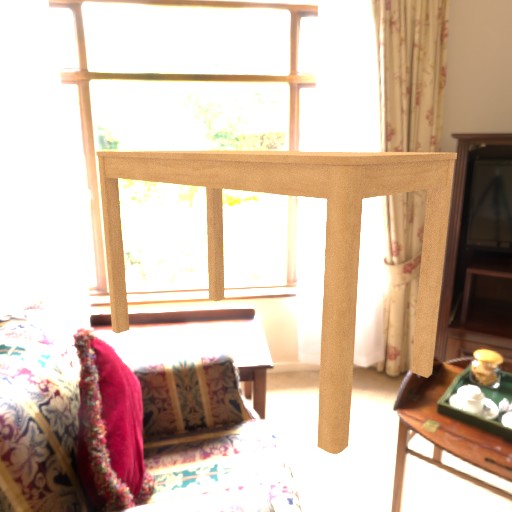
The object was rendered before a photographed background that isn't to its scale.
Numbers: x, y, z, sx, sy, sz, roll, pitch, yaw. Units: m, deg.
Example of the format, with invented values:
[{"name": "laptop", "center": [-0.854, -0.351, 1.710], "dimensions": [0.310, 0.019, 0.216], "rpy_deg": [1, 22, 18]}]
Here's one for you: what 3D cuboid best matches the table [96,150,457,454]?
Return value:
[{"name": "table", "center": [0.000, 0.000, 1.969], "dimensions": [1.400, 0.900, 0.750], "rpy_deg": [13, 19, 42]}]
